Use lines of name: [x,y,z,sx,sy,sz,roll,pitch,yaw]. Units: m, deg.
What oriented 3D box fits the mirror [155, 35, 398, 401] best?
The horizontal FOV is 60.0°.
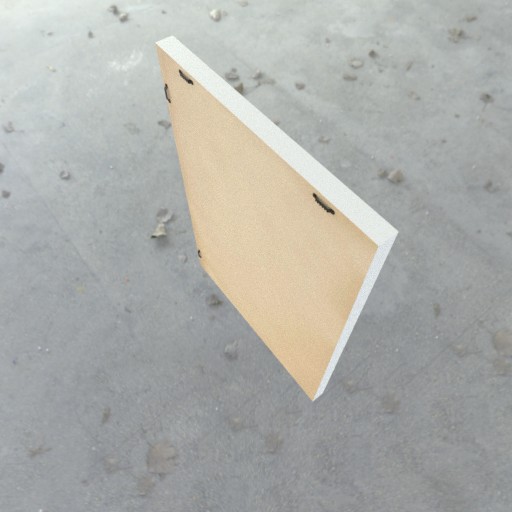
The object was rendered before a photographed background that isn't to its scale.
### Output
mirror: [0.000,0.000,0.928,0.039,0.710,0.507,-33,63,-19]
